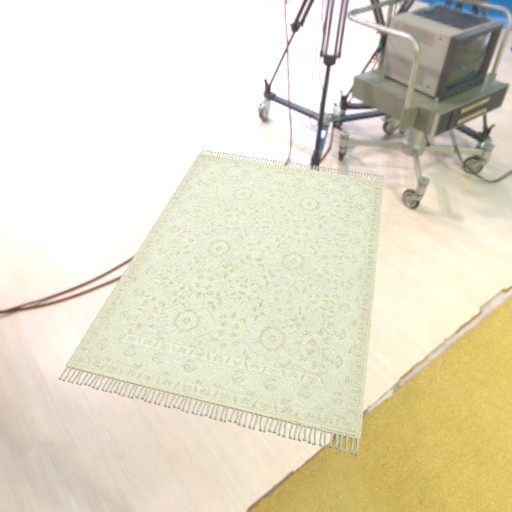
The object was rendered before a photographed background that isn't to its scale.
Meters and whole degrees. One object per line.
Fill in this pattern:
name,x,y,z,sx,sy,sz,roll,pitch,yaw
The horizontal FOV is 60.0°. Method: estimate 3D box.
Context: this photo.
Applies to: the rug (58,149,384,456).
rug,0.000,0.000,2.306,1.223,0.015,1.771,10,47,10
